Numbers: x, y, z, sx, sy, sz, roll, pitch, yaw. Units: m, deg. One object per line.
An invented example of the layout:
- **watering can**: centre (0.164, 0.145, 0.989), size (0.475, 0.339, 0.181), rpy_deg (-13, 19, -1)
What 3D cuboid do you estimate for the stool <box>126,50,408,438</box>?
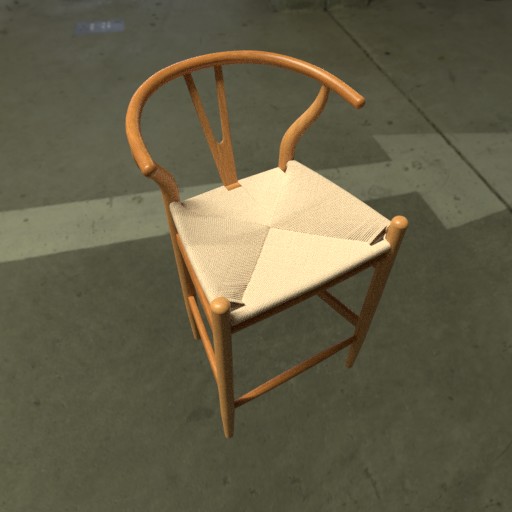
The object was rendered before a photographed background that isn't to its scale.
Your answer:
- **stool**: centre (0.000, 0.000, 1.311), size (0.569, 0.970, 0.579), rpy_deg (-23, 51, -21)
